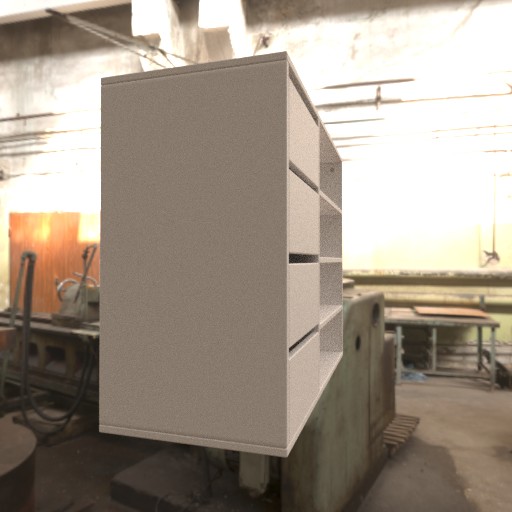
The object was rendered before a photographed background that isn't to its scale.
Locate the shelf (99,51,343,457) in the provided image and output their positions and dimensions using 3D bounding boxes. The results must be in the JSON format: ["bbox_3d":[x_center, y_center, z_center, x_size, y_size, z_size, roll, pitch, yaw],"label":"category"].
[{"bbox_3d":[0.000,0.000,1.281,0.396,0.732,0.895,0,-1,17],"label":"shelf"}]
